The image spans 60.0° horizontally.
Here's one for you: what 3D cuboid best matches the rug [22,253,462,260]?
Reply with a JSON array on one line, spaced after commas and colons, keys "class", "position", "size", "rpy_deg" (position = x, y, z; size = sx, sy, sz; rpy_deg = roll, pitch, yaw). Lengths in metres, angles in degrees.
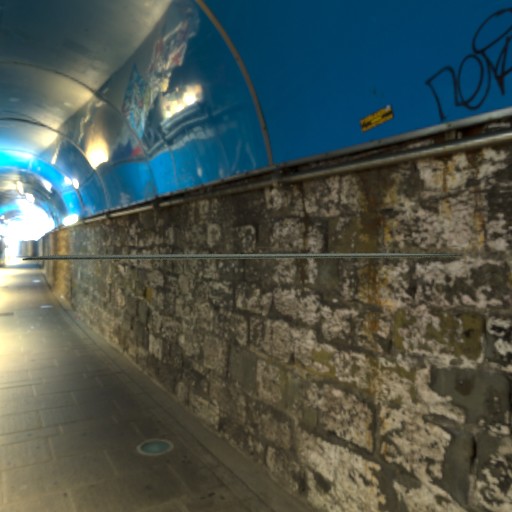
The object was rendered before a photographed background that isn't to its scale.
[{"class": "rug", "position": [0.000, 0.000, 2.437], "size": [2.196, 0.011, 0.662], "rpy_deg": [0, 1, -18]}]
